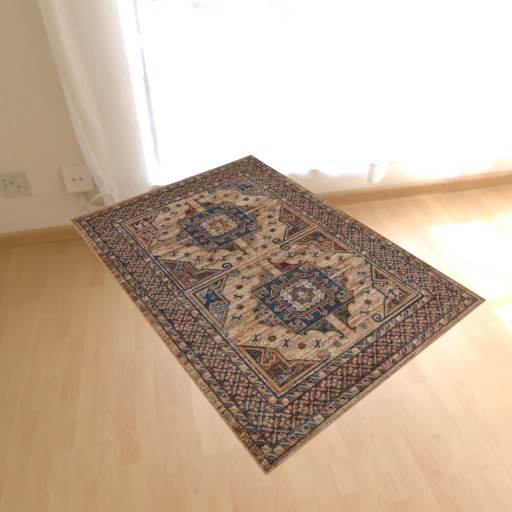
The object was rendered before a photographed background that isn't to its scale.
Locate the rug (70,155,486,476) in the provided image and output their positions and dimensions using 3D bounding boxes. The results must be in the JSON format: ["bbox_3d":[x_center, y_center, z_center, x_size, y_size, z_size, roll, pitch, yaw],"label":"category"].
[{"bbox_3d":[0.000,0.000,2.831,1.611,0.008,2.227,-26,47,-28],"label":"rug"}]
